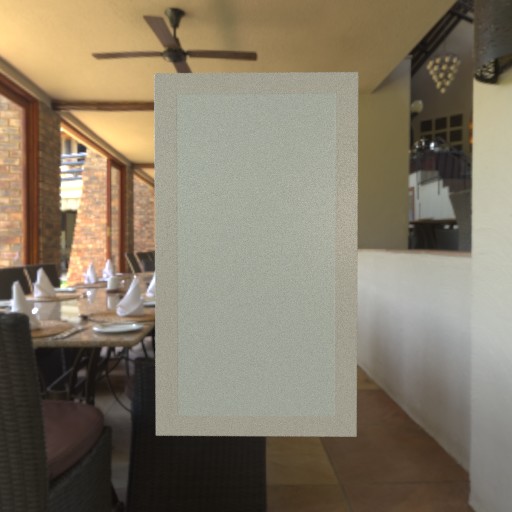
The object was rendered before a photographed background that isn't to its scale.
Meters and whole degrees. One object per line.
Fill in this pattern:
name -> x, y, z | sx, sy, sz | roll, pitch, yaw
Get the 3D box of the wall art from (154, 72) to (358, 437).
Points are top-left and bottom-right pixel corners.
wall art -> 0.000, 0.000, 0.839 | 0.380, 0.683, 0.013 | 0, 1, 1
